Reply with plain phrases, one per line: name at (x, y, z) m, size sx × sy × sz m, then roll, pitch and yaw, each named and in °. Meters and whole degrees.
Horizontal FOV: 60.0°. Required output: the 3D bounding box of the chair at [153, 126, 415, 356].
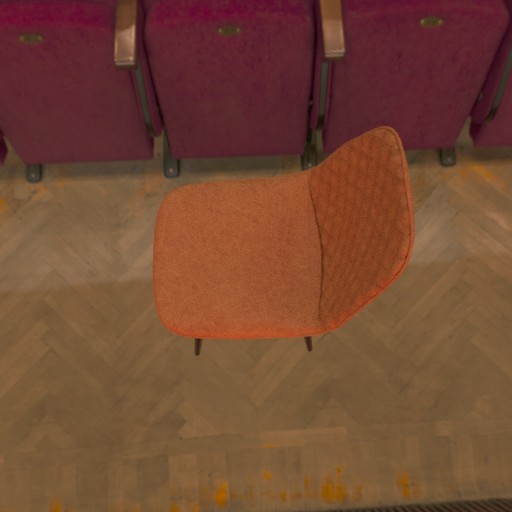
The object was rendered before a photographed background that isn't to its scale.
chair at (0.000, 0.000, 1.217) m, size 0.561 × 0.889 × 0.472 m, roll -2°, pitch 74°, yaw -1°
